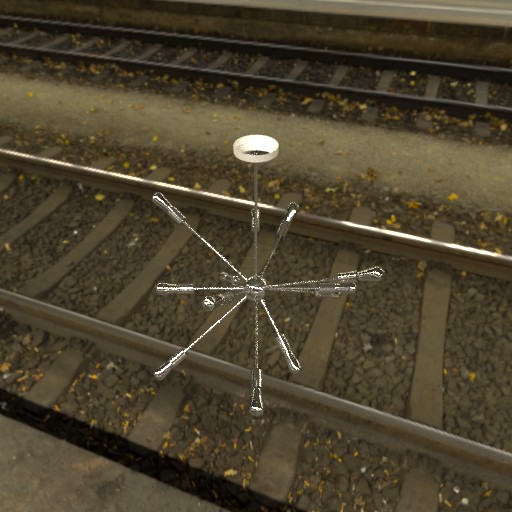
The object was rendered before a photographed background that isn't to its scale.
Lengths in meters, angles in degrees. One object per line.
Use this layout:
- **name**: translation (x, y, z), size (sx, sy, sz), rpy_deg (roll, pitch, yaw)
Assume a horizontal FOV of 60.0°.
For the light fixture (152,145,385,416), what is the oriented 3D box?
- **light fixture**: translation (0.000, 0.000, 1.030), size (0.509, 0.558, 0.684), rpy_deg (0, 40, 0)
